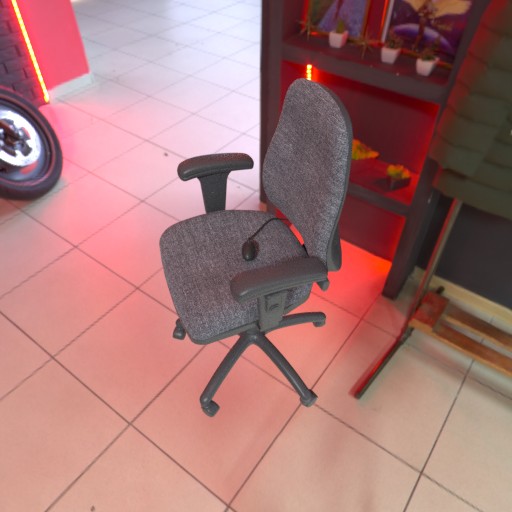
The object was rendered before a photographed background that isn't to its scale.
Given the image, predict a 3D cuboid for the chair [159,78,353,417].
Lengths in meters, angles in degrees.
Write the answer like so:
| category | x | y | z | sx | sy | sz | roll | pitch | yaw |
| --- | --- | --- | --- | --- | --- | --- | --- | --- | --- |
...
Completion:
| category | x | y | z | sx | sy | sz | roll | pitch | yaw |
| --- | --- | --- | --- | --- | --- | --- | --- | --- | --- |
| chair | 0.000 | 0.000 | 1.237 | 0.530 | 0.910 | 0.550 | -15 | 47 | -15 |
